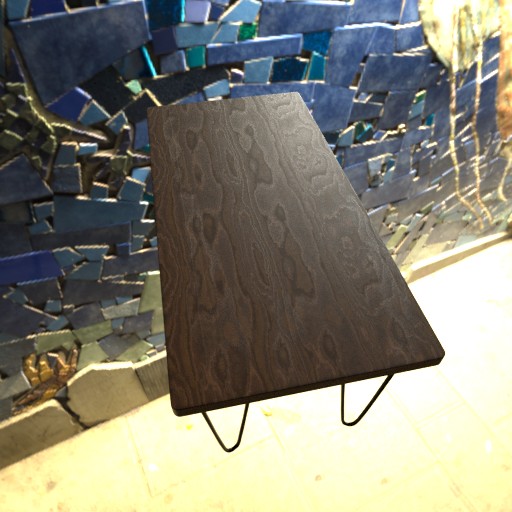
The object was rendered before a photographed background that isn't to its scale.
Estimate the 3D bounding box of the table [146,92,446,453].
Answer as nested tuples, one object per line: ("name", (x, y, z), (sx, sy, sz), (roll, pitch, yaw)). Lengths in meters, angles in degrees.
("table", (0.000, 0.000, 2.225), (0.883, 0.753, 1.791), (-9, 48, -8))
